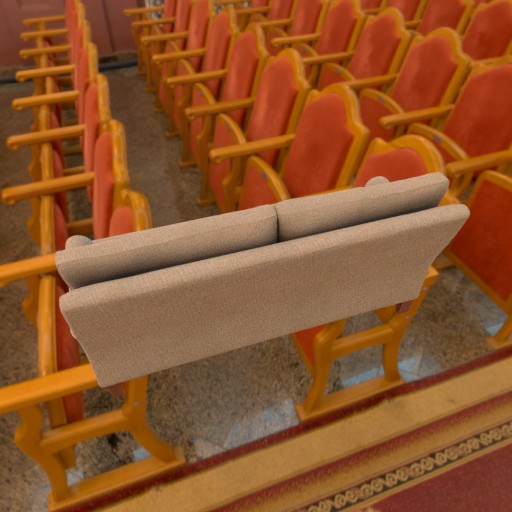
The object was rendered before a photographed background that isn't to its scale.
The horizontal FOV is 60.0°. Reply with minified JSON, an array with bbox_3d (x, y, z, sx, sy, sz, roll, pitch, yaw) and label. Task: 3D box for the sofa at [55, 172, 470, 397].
[{"bbox_3d":[0.000,0.000,2.789,2.193,1.096,1.069,-13,42,-15],"label":"sofa"}]
